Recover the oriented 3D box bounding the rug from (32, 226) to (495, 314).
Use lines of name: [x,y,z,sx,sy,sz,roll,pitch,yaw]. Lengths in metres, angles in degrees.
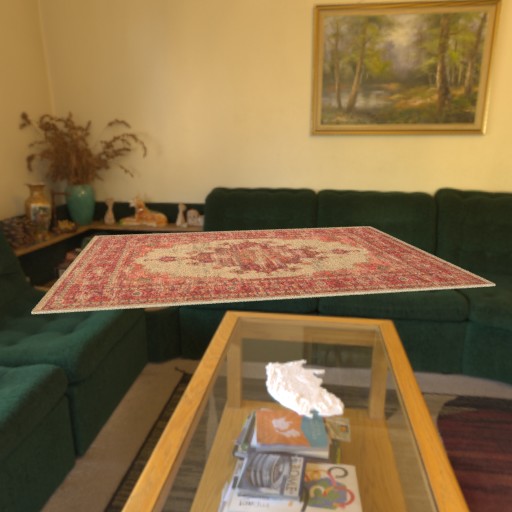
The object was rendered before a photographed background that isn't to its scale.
rug: [0.000,0.000,2.824,2.232,0.011,1.555,-3,15,-9]
